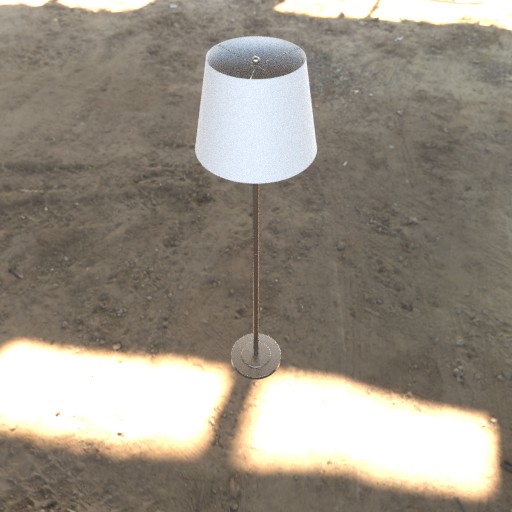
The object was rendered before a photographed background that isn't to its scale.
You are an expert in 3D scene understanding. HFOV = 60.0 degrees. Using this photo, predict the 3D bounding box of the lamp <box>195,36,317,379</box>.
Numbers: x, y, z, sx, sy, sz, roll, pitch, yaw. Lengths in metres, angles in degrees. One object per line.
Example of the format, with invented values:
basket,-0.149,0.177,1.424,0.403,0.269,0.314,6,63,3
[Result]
lamp,0.000,0.000,1.650,0.355,1.473,0.355,0,47,0
